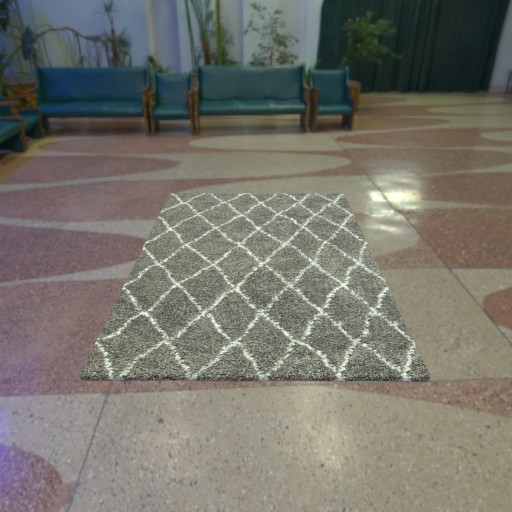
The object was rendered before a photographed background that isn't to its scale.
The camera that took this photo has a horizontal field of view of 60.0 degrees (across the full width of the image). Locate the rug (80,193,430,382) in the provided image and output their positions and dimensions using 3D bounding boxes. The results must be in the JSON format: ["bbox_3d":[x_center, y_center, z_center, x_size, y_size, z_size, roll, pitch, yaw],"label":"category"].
[{"bbox_3d":[0.000,0.000,2.310,1.219,0.030,1.778,0,29,0],"label":"rug"}]
